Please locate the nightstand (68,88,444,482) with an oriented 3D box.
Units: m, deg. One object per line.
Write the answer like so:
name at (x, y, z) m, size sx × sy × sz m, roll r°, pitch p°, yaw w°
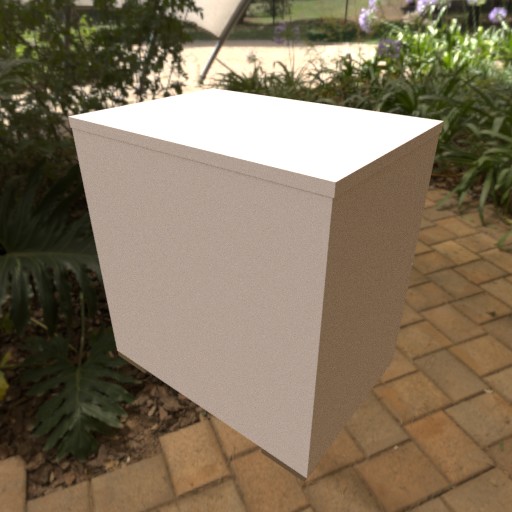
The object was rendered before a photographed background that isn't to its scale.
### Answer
nightstand at (0.000, 0.000, 0.755) m, size 0.441 × 0.460 × 0.325 m, roll 21°, pitch 36°, yaw 32°
